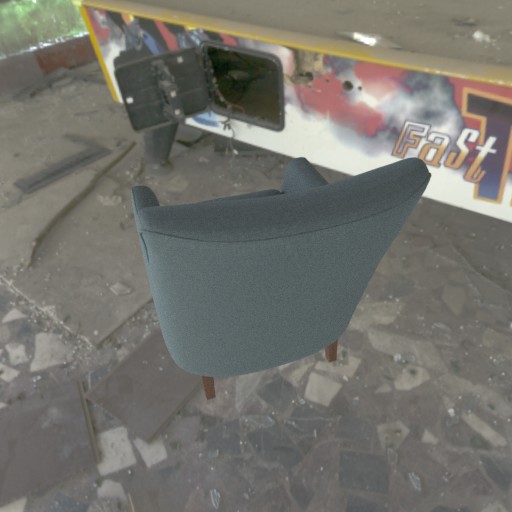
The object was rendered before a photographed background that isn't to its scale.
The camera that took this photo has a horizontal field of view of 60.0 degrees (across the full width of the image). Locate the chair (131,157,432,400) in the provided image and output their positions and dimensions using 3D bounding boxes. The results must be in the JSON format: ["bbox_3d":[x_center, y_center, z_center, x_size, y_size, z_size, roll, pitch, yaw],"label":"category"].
[{"bbox_3d":[0.000,0.000,1.560,0.756,0.916,0.879,-13,43,-14],"label":"chair"}]
